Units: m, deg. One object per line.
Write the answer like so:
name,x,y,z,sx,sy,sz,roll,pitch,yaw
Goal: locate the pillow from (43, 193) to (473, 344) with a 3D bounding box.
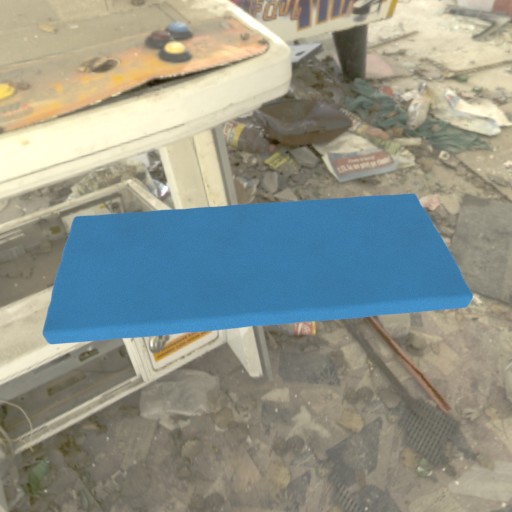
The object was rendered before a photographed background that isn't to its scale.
pillow,0.000,0.000,1.343,1.187,0.081,0.492,-4,47,-4
